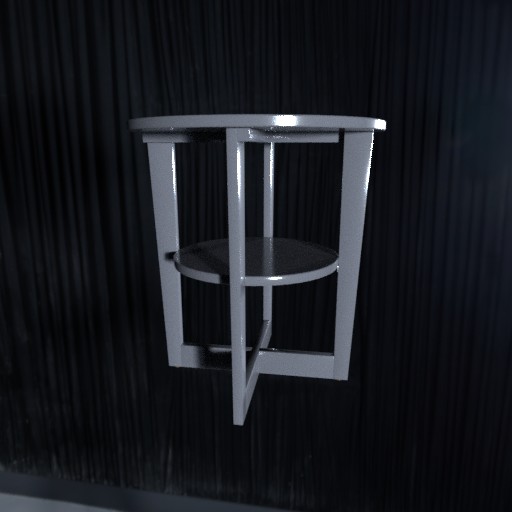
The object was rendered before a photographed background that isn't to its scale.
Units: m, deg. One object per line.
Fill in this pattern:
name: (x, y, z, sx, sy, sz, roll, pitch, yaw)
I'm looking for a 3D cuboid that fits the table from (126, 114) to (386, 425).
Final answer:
table: (0.000, 0.000, 0.953, 0.500, 0.550, 0.500, 0, 14, 0)
